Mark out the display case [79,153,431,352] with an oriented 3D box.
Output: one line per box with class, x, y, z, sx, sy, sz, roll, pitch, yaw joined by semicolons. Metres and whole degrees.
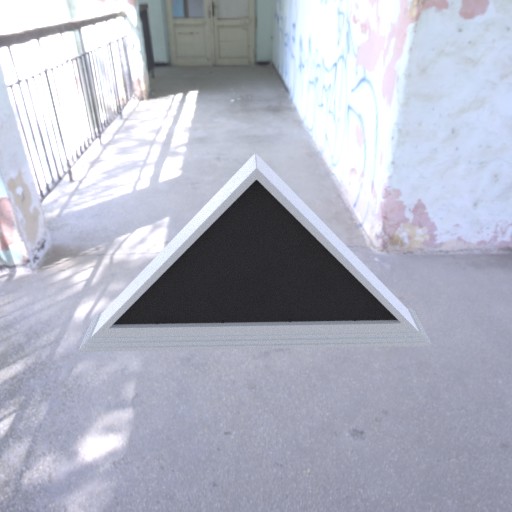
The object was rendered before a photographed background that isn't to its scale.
display case;0.000;0.000;0.759;0.640;0.340;0.095;-1;32;-1
